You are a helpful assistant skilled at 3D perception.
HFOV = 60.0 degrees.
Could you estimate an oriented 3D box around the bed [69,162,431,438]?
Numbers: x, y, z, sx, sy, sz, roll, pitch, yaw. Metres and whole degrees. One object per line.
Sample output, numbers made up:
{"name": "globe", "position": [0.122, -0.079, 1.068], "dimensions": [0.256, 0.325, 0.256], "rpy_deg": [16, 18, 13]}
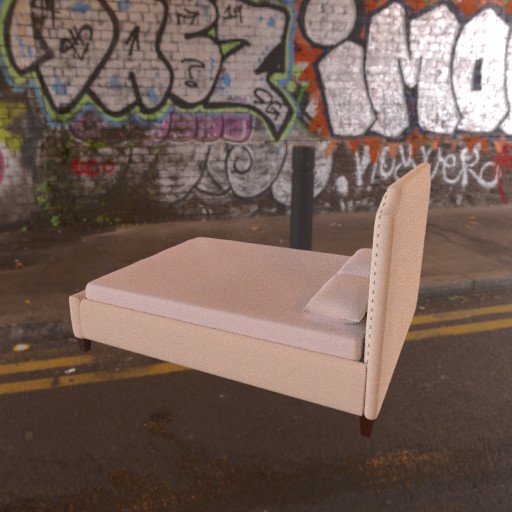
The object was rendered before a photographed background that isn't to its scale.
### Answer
{"name": "bed", "position": [0.000, 0.000, 3.517], "dimensions": [2.372, 1.443, 1.712], "rpy_deg": [8, 19, 25]}
